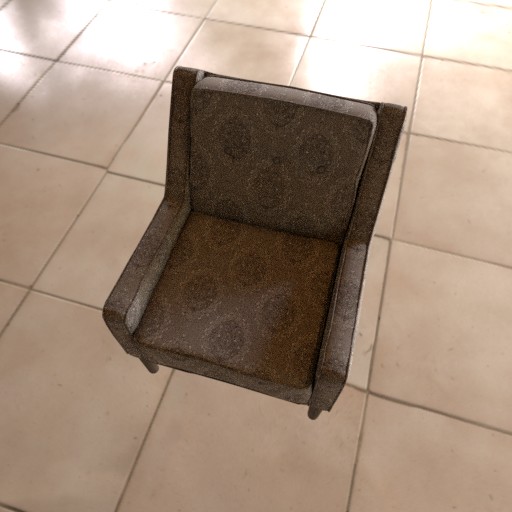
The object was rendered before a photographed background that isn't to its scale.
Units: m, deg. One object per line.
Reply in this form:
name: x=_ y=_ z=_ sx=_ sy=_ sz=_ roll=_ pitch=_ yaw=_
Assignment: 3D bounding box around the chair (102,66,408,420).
chair: x=0.000 y=0.000 z=1.349 sx=0.665 sy=0.797 sz=0.750 roll=13 pitch=59 yaw=8
